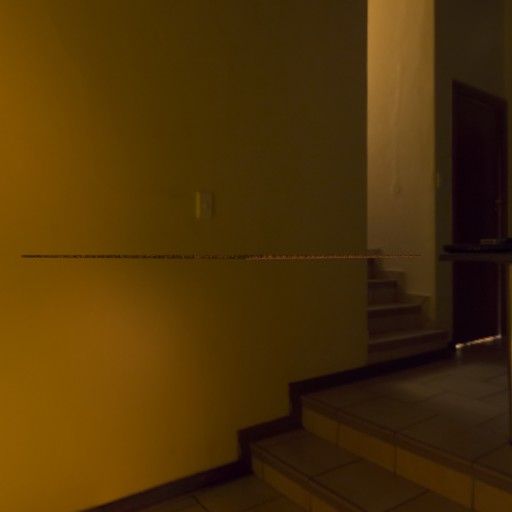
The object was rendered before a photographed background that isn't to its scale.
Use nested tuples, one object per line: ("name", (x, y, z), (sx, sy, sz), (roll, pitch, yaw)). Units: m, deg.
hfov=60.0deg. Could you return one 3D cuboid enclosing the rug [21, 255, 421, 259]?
("rug", (0.000, 0.000, 2.278), (1.189, 0.011, 1.808), (0, 0, 35))
